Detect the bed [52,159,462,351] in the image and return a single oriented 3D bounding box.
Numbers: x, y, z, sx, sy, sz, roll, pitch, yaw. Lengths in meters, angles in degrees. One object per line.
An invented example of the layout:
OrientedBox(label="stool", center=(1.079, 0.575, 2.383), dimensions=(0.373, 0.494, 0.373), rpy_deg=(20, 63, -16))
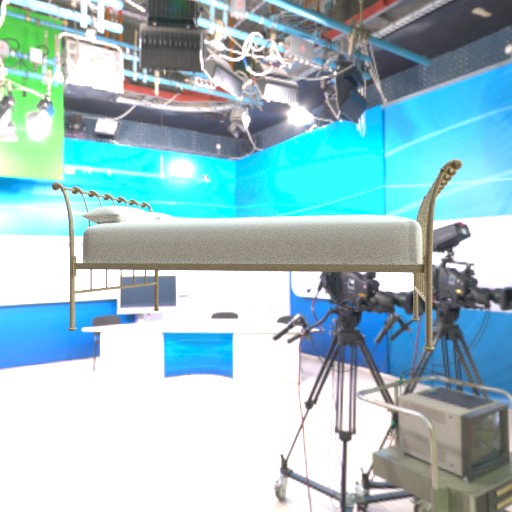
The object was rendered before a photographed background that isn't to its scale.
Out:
OrientedBox(label="bed", center=(0.000, 0.000, 2.779), dimensions=(2.228, 0.873, 1.032), rpy_deg=(0, 0, 17))
